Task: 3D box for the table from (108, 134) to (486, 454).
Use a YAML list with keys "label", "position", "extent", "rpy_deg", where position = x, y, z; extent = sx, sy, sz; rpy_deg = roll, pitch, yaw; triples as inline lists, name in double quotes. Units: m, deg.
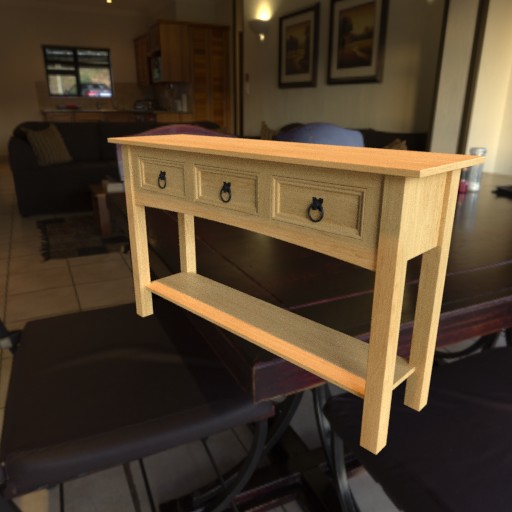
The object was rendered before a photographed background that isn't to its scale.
- label: "table"
  position: [0.000, 0.000, 1.498]
  extent: [1.240, 0.730, 0.350]
  rpy_deg: [18, 25, 42]
